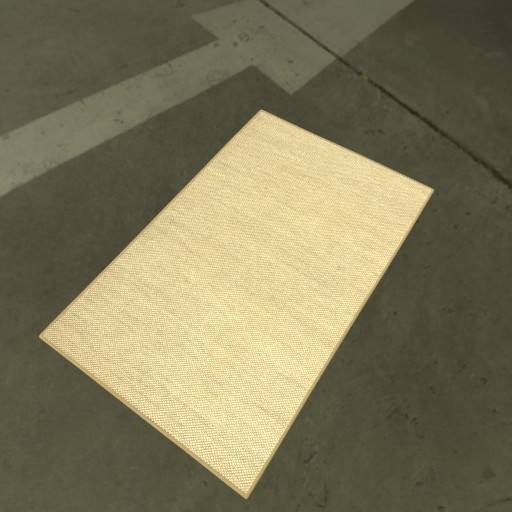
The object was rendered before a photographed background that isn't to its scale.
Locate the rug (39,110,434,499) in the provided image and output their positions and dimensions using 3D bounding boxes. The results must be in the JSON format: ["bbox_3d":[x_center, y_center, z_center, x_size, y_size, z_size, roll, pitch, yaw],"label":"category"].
[{"bbox_3d":[0.000,0.000,2.045,1.062,0.013,1.667,30,64,17],"label":"rug"}]
